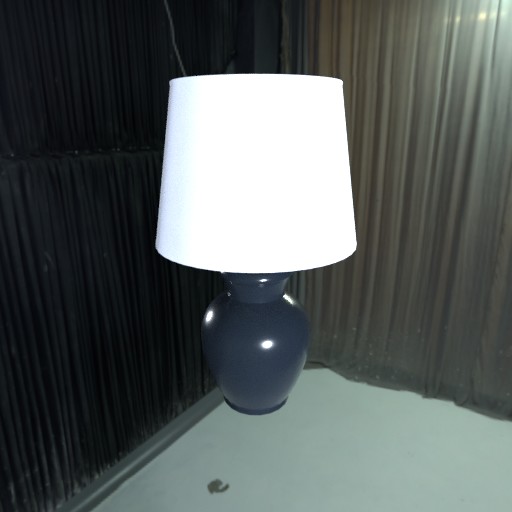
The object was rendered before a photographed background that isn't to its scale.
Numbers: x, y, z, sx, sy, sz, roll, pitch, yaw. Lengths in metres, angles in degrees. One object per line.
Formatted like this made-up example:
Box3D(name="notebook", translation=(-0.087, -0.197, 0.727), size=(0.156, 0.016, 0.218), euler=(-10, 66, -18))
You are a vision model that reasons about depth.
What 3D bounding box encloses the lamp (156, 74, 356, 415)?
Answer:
Box3D(name="lamp", translation=(0.000, 0.000, 0.547), size=(0.239, 0.399, 0.239), euler=(0, 17, 0))
